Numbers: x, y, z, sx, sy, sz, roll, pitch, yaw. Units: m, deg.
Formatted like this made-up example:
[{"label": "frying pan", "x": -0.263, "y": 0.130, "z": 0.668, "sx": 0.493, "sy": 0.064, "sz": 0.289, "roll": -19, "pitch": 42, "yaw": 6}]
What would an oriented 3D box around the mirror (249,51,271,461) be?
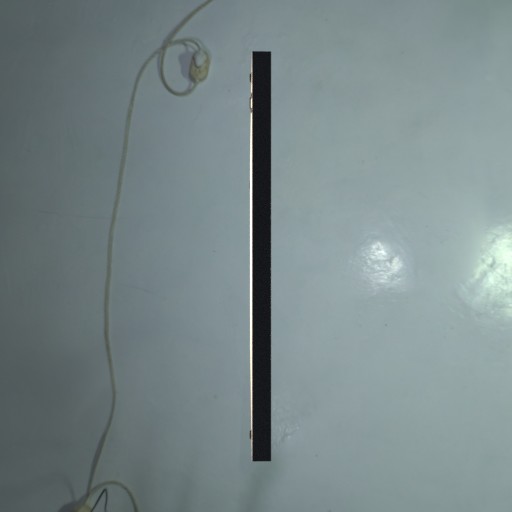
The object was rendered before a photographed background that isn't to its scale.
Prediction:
[{"label": "mirror", "x": 0.000, "y": 0.000, "z": 1.331, "sx": 0.040, "sy": 1.016, "sz": 0.762, "roll": 0, "pitch": 90, "yaw": -1}]
